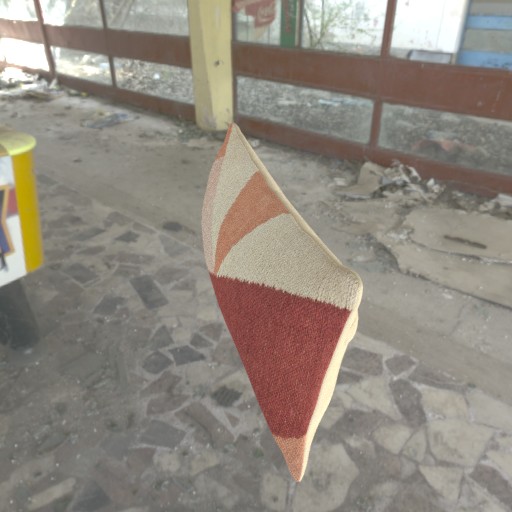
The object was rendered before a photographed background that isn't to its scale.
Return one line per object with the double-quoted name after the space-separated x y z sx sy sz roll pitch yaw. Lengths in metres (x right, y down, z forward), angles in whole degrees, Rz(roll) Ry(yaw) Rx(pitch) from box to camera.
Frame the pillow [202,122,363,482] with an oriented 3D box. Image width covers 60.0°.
0.000 0.000 0.726 0.155 0.292 0.609 -7 32 -12 "pillow"
